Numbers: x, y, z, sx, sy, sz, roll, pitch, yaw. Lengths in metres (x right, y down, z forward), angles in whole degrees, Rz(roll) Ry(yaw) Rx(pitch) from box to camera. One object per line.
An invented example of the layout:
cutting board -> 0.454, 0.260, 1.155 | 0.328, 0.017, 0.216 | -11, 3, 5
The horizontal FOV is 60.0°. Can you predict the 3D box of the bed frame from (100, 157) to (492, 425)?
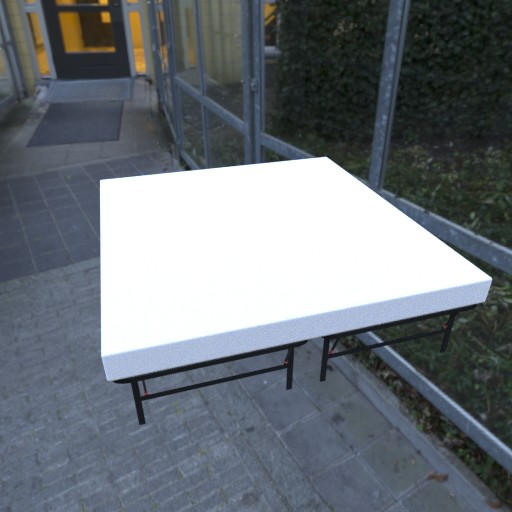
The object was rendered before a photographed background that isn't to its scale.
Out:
bed frame -> 0.000, 0.000, 3.015 | 1.930, 0.559, 2.032 | -9, 32, -14
